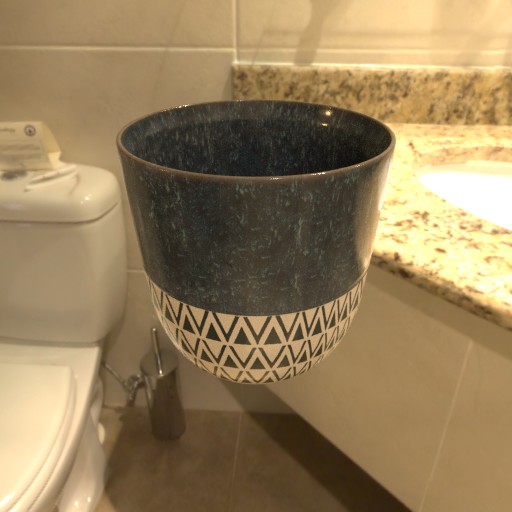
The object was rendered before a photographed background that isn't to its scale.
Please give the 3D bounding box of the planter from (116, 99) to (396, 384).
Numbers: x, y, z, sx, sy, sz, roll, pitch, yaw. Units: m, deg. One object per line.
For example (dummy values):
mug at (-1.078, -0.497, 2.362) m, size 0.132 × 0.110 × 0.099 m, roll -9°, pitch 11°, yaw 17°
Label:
planter at (0.000, 0.000, 0.373) m, size 0.195 × 0.214 × 0.195 m, roll 0°, pitch 31°, yaw 0°
